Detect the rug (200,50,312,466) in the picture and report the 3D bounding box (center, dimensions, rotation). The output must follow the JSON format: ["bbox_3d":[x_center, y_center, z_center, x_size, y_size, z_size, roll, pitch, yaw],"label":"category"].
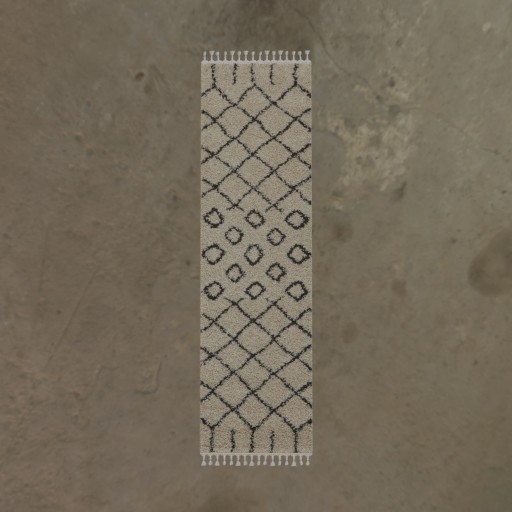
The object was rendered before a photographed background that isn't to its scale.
[{"bbox_3d":[0.000,0.000,2.628,0.660,0.005,2.464,0,89,1],"label":"rug"}]
